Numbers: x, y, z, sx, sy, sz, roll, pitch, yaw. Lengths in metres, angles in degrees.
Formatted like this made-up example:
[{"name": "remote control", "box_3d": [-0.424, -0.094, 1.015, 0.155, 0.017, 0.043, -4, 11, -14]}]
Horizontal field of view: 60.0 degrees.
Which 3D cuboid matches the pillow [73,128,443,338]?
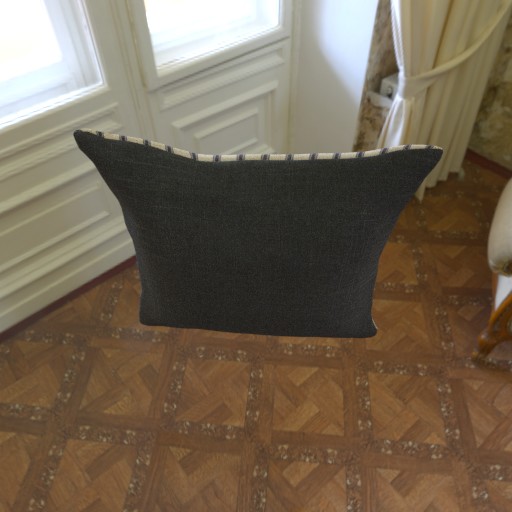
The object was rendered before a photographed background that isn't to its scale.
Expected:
[{"name": "pillow", "box_3d": [0.000, 0.000, 0.714, 0.468, 0.444, 0.138, 3, 48, 3]}]
